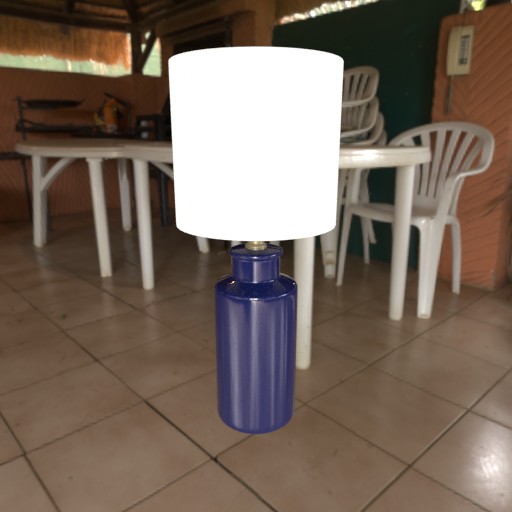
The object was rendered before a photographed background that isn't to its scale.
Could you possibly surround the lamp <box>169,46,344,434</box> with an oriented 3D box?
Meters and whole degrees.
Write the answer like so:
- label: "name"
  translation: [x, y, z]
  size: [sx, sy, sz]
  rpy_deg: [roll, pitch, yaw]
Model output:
- label: "lamp"
  translation: [0.000, 0.000, 0.611]
  size: [0.212, 0.493, 0.212]
  rpy_deg: [-14, 21, -42]
